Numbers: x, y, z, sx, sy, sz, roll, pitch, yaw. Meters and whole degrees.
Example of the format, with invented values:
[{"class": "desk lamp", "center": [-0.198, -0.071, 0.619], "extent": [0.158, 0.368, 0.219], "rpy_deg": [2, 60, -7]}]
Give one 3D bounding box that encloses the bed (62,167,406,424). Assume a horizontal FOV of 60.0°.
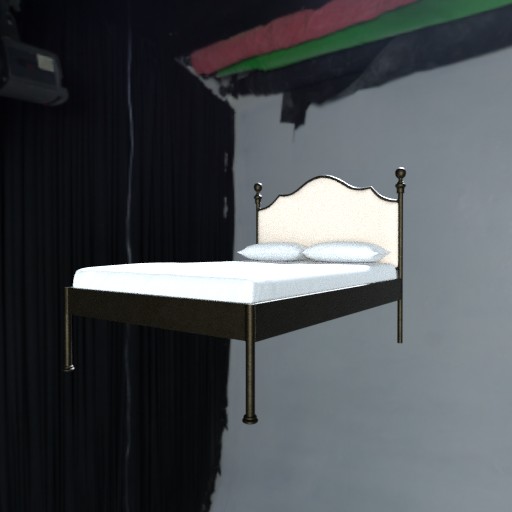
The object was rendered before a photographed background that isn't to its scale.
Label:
[{"class": "bed", "center": [0.000, 0.000, 3.251], "extent": [1.533, 1.462, 2.170], "rpy_deg": [1, 1, 36]}]
